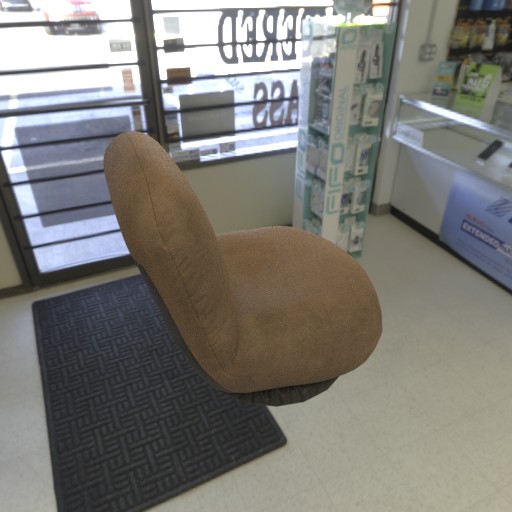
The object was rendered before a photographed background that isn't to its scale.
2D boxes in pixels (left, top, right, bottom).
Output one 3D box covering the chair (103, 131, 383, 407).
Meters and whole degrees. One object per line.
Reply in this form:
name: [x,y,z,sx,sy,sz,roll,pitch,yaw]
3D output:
chair: [0.000,0.000,1.044,0.597,0.594,0.521,-12,34,-18]
